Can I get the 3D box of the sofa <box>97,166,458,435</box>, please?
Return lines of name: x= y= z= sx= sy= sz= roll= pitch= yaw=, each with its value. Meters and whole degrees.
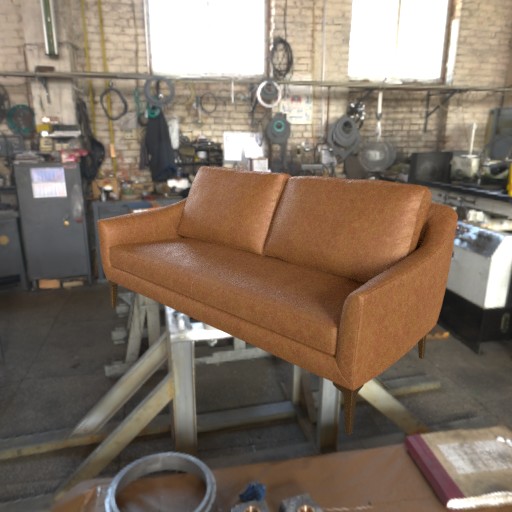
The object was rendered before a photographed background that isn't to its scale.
sofa: x=0.000 y=0.000 z=2.631 sx=2.036 sy=0.945 sz=0.981 roll=15 pitch=21 yaw=42
